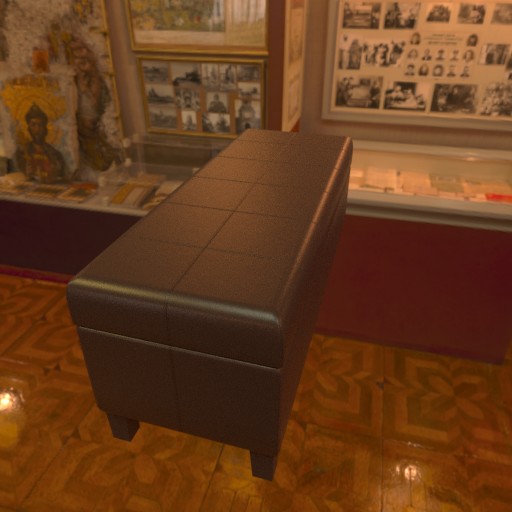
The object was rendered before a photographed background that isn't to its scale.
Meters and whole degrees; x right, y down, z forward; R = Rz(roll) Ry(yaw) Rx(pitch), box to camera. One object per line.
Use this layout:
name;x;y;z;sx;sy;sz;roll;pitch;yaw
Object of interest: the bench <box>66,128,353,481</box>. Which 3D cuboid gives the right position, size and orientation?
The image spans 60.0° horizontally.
bench;0.000;0.000;1.312;0.429;0.457;1.092;9;32;14
